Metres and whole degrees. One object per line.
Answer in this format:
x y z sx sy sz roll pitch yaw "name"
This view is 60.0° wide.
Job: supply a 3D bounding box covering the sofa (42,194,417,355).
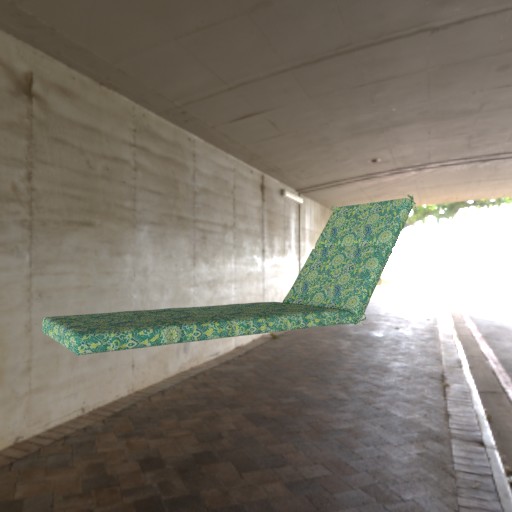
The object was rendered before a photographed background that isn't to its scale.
0.000 0.000 1.981 1.663 0.622 0.582 1 -1 -36 "sofa"
